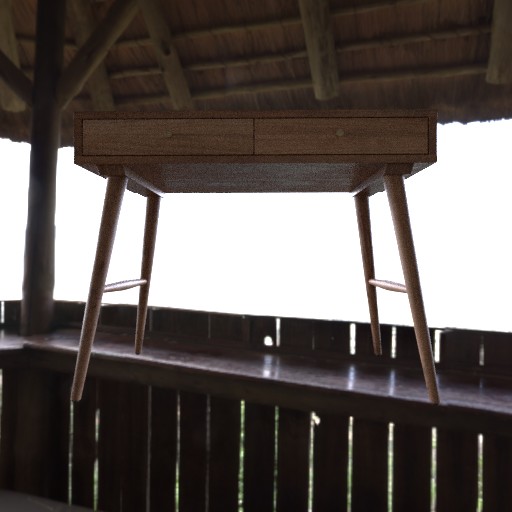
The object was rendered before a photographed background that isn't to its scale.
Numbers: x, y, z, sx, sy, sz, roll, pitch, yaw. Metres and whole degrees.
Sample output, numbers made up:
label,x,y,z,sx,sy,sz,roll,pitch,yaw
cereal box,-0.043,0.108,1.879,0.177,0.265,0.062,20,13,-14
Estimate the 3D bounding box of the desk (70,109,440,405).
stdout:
label,x,y,z,sx,sy,sz,roll,pitch,yaw
desk,0.000,0.000,1.419,0.949,0.758,0.588,0,0,1
